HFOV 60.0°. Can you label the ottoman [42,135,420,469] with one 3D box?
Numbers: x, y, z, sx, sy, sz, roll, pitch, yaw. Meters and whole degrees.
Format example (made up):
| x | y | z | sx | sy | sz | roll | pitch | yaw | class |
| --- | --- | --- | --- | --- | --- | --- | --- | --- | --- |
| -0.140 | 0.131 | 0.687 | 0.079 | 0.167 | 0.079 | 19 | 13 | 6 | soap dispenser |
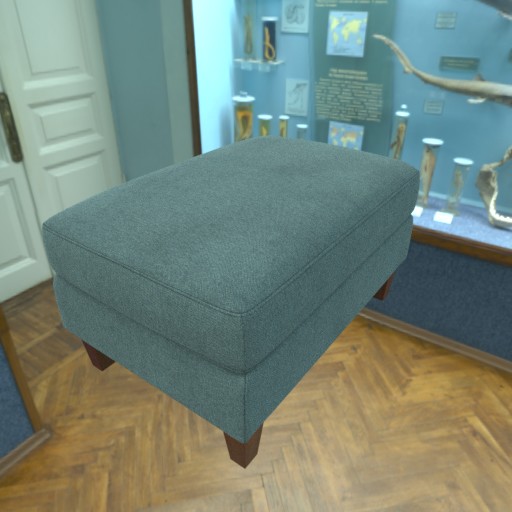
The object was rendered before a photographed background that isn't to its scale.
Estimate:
| x | y | z | sx | sy | sz | roll | pitch | yaw | class |
| --- | --- | --- | --- | --- | --- | --- | --- | --- | --- |
| 0.000 | 0.000 | 1.192 | 0.584 | 0.483 | 0.864 | 20 | 36 | 31 | ottoman |
